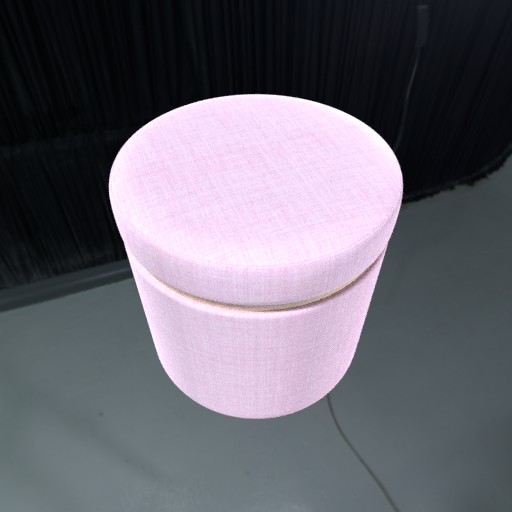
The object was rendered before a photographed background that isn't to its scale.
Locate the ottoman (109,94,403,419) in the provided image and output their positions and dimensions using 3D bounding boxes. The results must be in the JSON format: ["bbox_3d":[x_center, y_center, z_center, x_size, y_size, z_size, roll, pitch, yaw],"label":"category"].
[{"bbox_3d":[0.000,0.000,0.743,0.400,0.406,0.400,0,46,0],"label":"ottoman"}]
